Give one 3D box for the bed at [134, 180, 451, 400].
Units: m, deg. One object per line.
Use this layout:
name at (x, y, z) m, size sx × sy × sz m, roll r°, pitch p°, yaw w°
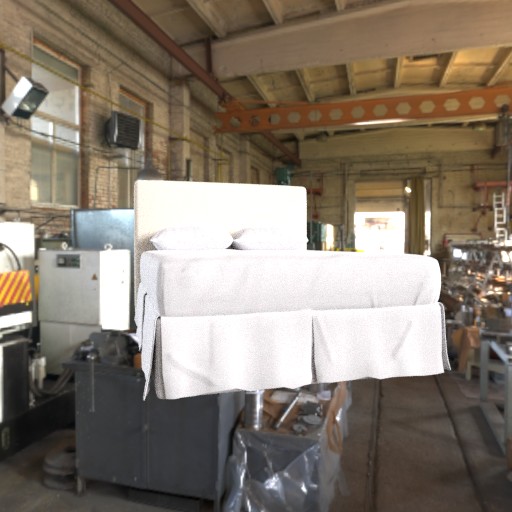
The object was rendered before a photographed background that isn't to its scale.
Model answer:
bed at (0.000, 0.000, 3.254) m, size 1.713 × 1.330 × 2.142 m, roll 0°, pitch 2°, yaw -17°
